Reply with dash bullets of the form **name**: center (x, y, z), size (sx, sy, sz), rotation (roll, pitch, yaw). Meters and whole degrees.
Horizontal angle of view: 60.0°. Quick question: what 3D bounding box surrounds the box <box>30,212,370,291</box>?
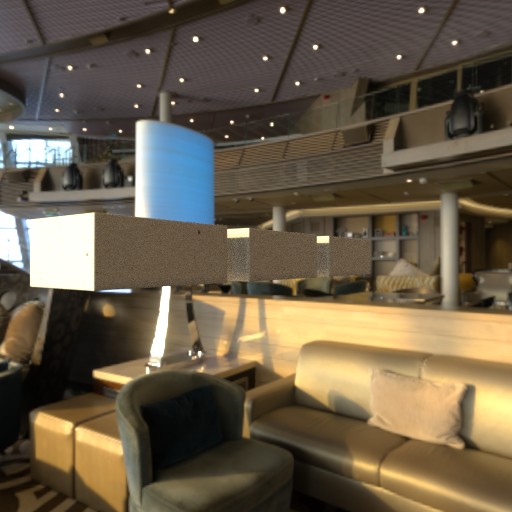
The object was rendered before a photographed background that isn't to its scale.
- **box**: center (0.000, 0.000, 0.494), size (0.082, 0.051, 0.461), rotation (-1, -1, 36)
